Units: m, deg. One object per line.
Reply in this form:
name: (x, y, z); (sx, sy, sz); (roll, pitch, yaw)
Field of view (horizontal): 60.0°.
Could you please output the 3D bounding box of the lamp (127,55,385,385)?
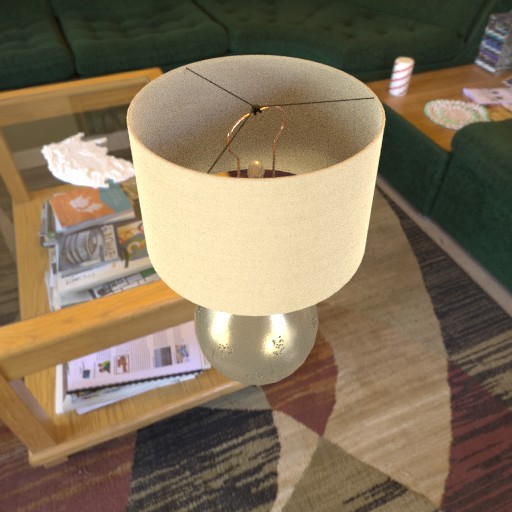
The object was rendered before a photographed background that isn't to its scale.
lamp: (0.000, 0.000, 0.721); (0.330, 0.521, 0.330); (0, 46, 0)
